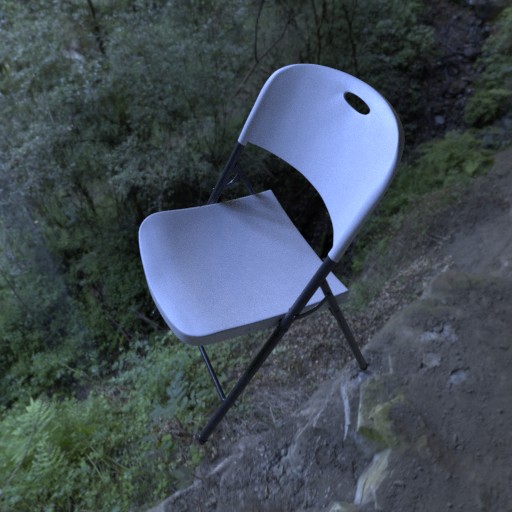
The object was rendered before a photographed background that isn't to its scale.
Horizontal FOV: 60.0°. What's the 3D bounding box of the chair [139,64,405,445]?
[{"bbox_3d":[0.000,0.000,1.159,0.566,0.810,0.494,-19,50,-17],"label":"chair"}]
